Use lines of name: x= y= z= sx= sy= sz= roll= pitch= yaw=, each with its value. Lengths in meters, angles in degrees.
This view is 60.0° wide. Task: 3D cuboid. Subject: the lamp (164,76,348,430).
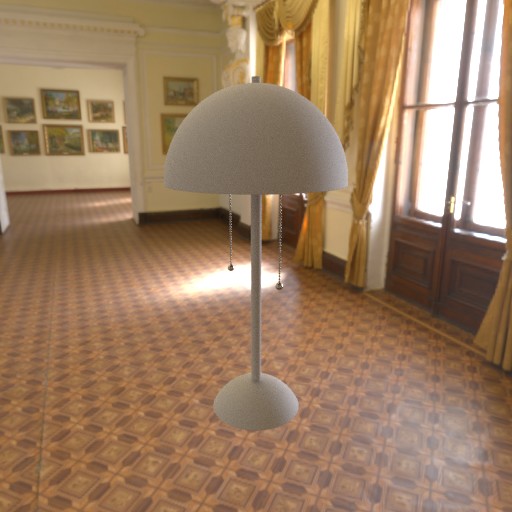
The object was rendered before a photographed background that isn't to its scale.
lamp: x=0.000 y=0.000 z=0.437 sx=0.171 sy=0.330 sz=0.171 roll=0 pitch=15 yaw=0
